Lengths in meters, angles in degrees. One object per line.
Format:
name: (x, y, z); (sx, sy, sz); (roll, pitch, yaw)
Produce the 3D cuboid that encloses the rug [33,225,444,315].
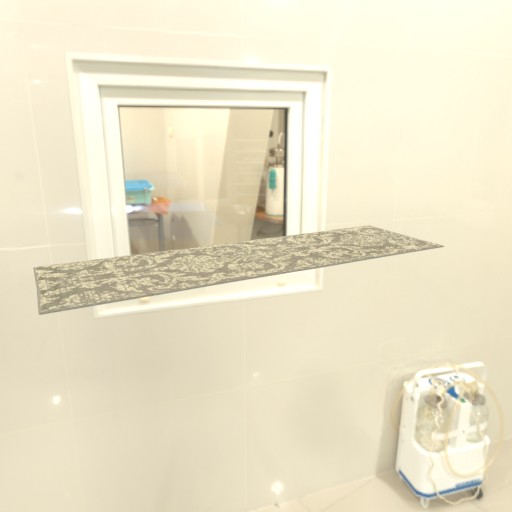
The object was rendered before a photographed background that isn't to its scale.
rug: (0.000, 0.000, 2.447); (2.196, 0.011, 0.662); (-8, 18, -26)
